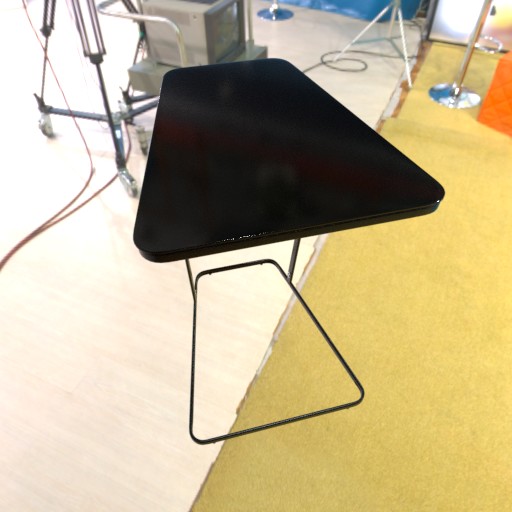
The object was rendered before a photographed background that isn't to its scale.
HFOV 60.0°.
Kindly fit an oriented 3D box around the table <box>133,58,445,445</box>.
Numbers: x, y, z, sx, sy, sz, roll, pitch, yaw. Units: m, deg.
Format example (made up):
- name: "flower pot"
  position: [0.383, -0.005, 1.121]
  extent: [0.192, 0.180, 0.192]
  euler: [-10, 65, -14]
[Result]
- name: "table"
  position: [0.000, 0.000, 0.955]
  extent: [0.427, 0.624, 0.500]
  euler: [-11, 48, -10]
